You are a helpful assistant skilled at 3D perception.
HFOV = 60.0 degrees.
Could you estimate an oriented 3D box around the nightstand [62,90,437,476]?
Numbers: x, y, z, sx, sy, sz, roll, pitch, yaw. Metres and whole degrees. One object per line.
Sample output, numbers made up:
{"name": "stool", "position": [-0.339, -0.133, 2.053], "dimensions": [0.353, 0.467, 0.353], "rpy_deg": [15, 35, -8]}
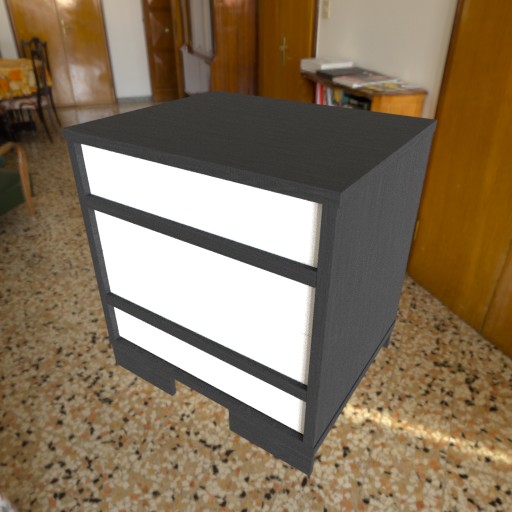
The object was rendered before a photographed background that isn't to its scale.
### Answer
{"name": "nightstand", "position": [0.000, 0.000, 0.759], "dimensions": [0.427, 0.448, 0.347], "rpy_deg": [19, 35, 29]}
